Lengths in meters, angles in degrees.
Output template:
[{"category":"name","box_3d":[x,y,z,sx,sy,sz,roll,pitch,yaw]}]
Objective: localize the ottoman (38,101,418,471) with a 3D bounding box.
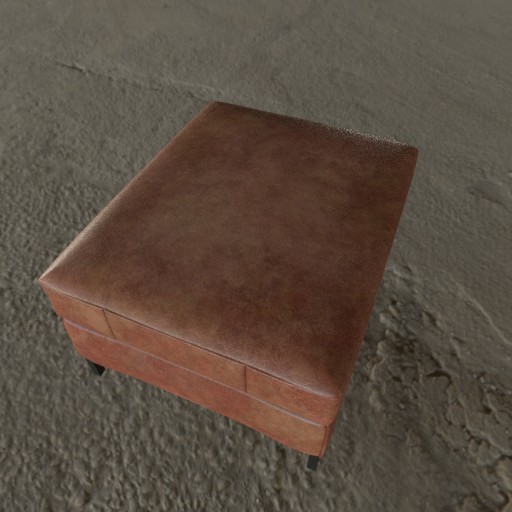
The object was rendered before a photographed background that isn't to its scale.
[{"category":"ottoman","box_3d":[0.000,0.000,1.760,0.965,0.667,1.186,18,50,15]}]
